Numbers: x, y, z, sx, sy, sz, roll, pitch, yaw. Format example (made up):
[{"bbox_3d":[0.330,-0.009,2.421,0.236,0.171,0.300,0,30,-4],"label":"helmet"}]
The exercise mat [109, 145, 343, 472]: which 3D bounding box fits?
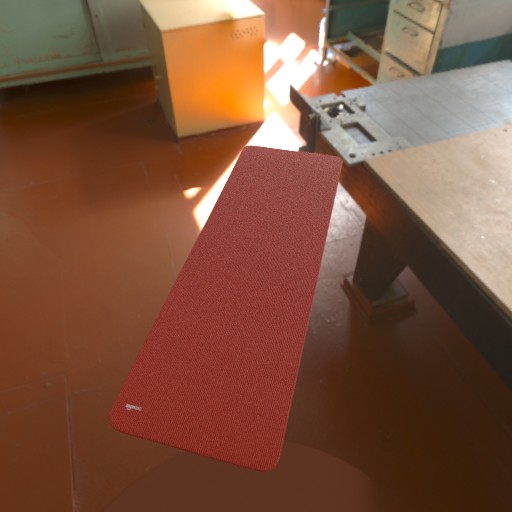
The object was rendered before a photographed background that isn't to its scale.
[{"bbox_3d":[0.000,0.000,2.109,0.616,0.021,1.869,11,47,10],"label":"exercise mat"}]
